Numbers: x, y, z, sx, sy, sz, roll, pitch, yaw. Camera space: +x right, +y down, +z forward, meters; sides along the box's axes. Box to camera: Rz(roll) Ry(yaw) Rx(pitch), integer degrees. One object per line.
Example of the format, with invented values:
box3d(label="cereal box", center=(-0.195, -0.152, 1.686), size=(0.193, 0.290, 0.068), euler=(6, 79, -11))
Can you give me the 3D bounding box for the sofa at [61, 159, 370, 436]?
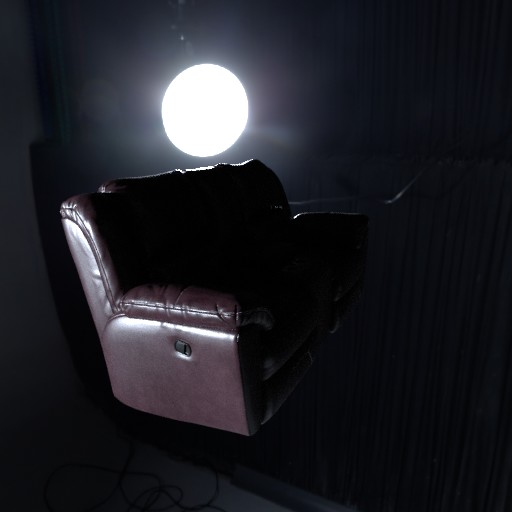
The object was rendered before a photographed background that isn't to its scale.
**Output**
box3d(label="sofa", center=(0.000, 0.000, 2.672), size=(0.991, 1.043, 2.058), euler=(8, 18, 26))
